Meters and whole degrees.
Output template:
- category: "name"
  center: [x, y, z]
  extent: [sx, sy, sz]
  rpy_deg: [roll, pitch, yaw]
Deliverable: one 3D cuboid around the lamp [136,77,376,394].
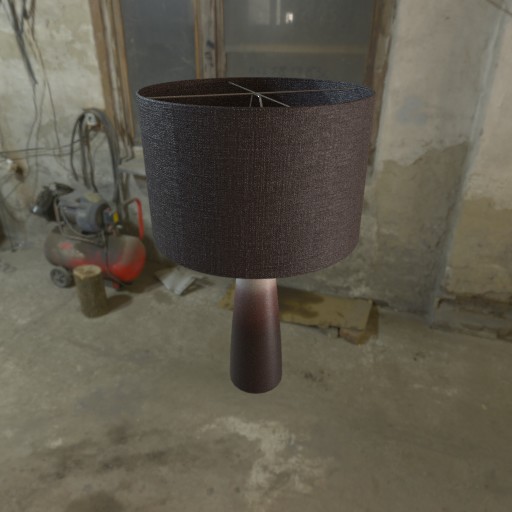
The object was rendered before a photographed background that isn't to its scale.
- category: "lamp"
  center: [0.000, 0.000, 0.687]
  extent: [0.303, 0.488, 0.303]
  rpy_deg: [0, 27, 0]
